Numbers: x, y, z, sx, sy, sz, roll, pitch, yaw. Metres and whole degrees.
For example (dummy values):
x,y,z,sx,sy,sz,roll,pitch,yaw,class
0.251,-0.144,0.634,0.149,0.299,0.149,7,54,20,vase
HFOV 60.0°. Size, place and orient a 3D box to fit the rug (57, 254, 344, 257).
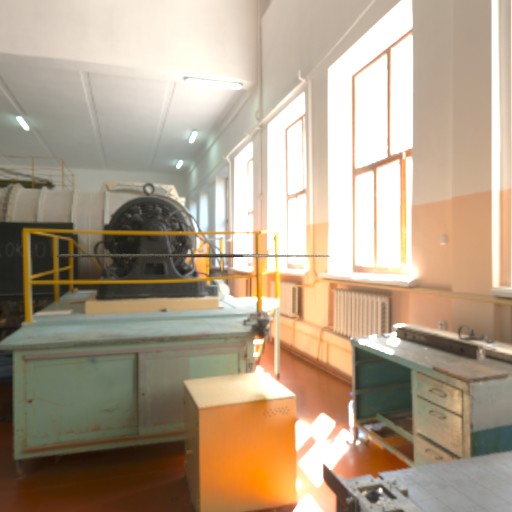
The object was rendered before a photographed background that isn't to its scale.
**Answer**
x,y,z,sx,sy,sz,roll,pitch,yaw,class
0.000,0.000,2.405,0.662,0.011,2.196,0,0,19,rug
